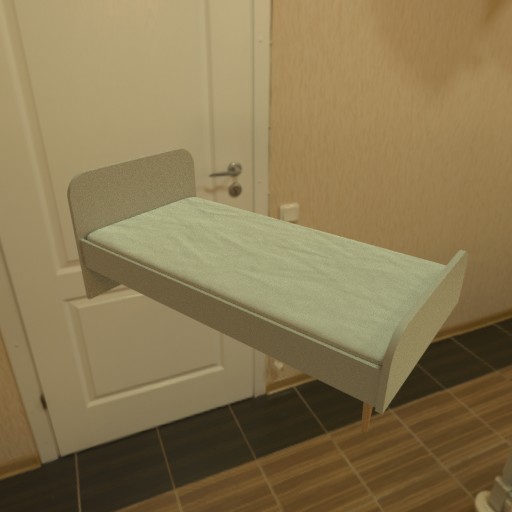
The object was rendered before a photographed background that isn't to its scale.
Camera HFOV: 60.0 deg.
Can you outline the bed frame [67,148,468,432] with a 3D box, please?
[{"bbox_3d":[0.000,0.000,2.478,1.963,0.805,0.998,19,32,33],"label":"bed frame"}]
